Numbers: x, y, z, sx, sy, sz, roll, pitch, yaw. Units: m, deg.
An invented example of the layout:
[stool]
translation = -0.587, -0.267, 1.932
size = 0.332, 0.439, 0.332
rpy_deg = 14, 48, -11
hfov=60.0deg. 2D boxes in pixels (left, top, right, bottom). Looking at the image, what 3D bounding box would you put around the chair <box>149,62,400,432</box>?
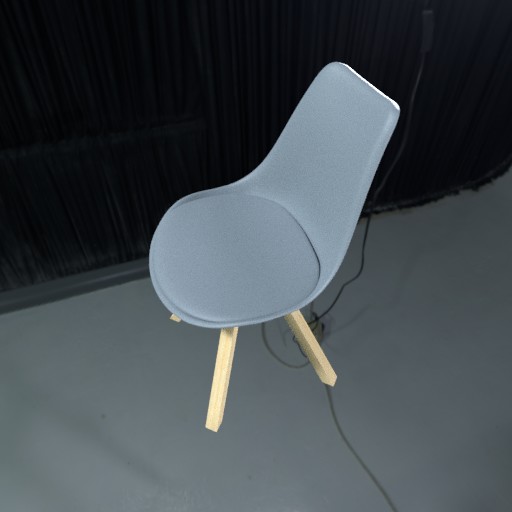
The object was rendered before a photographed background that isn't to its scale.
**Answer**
[chair]
translation = 0.000, 0.000, 1.170
size = 0.549, 0.850, 0.485
rpy_deg = -16, 48, -15
